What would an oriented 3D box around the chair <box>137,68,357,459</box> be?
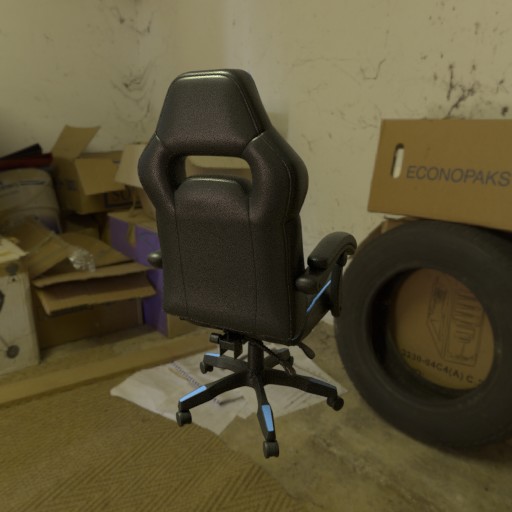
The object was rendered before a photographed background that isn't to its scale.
[{"bbox_3d":[0.000,0.000,1.721,0.700,1.280,0.700,8,17,26],"label":"chair"}]
